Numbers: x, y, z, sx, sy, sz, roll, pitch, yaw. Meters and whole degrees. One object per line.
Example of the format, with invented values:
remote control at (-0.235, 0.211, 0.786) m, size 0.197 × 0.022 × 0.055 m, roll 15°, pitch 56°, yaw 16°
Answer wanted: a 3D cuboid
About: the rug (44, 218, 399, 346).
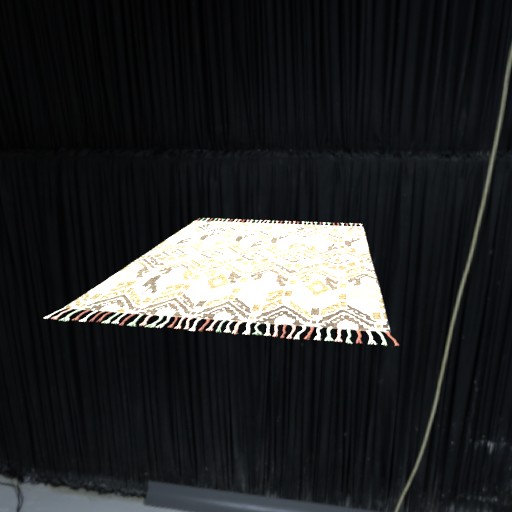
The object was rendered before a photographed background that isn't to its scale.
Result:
rug at (0.000, 0.000, 2.331) m, size 1.219 × 0.008 × 1.829 m, roll 3°, pitch 17°, yaw 10°
